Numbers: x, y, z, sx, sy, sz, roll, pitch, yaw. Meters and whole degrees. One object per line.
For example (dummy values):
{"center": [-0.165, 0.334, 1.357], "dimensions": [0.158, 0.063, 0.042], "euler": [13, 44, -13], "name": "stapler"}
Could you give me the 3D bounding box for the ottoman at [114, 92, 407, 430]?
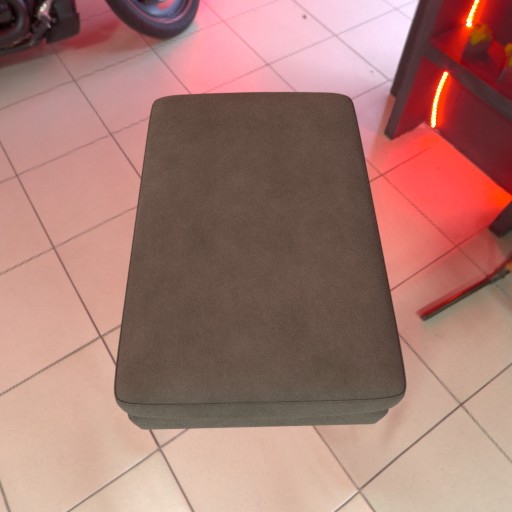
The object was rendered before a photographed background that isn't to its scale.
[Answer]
{"center": [0.000, 0.000, 1.193], "dimensions": [0.584, 0.483, 0.864], "euler": [-1, 60, -1], "name": "ottoman"}
